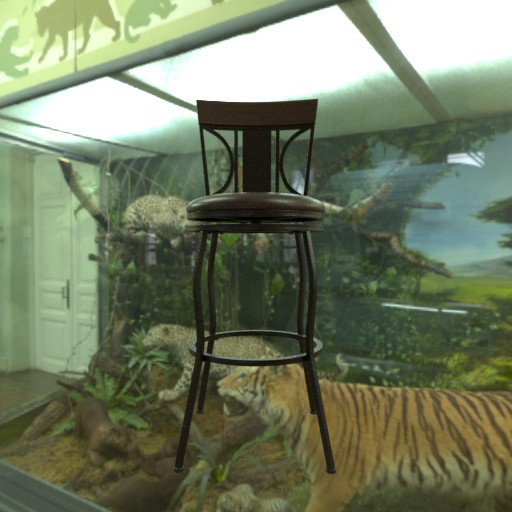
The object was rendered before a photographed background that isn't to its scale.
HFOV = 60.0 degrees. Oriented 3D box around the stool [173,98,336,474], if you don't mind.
[{"bbox_3d":[0.000,0.000,1.404,0.448,1.130,0.513,0,2,1],"label":"stool"}]
